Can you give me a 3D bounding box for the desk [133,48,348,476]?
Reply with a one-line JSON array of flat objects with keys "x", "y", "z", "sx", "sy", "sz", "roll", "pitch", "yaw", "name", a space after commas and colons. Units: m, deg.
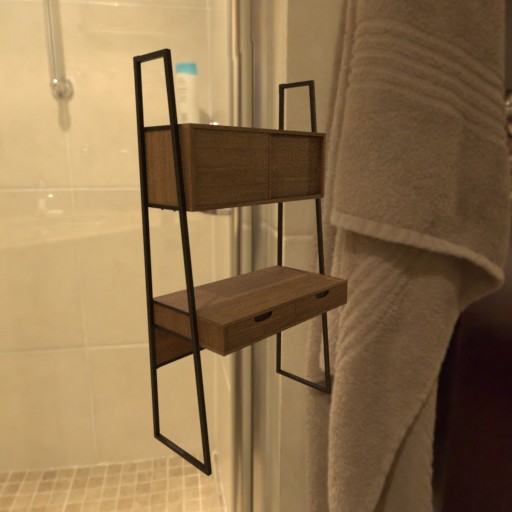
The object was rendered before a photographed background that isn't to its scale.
[{"x": 0.000, "y": 0.000, "z": 2.246, "sx": 0.515, "sy": 1.809, "sz": 0.982, "roll": 11, "pitch": 17, "yaw": 42, "name": "desk"}]
